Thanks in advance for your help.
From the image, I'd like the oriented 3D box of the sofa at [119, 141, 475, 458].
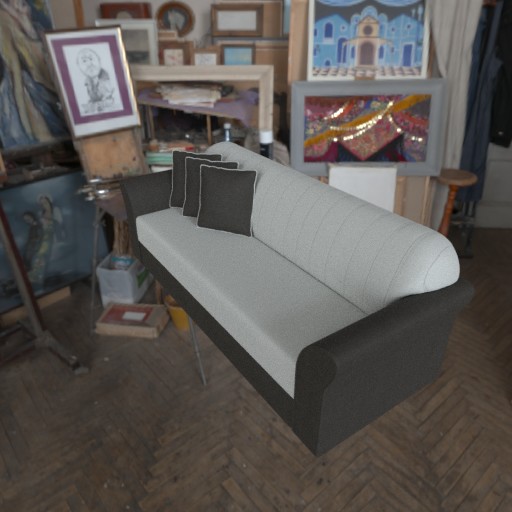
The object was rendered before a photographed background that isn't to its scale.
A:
[{"bbox_3d":[0.000,0.000,2.393,0.755,0.787,2.001,-19,35,-29],"label":"sofa"}]
